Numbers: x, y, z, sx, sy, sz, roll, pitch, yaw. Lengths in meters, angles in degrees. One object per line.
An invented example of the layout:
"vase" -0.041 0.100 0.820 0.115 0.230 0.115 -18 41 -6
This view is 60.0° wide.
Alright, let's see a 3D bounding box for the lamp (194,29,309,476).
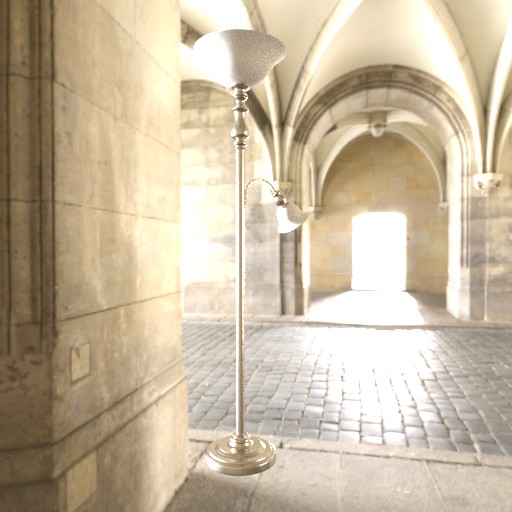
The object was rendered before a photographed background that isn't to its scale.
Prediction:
"lamp" 0.000 0.000 1.998 0.575 1.785 0.405 0 1 -36
